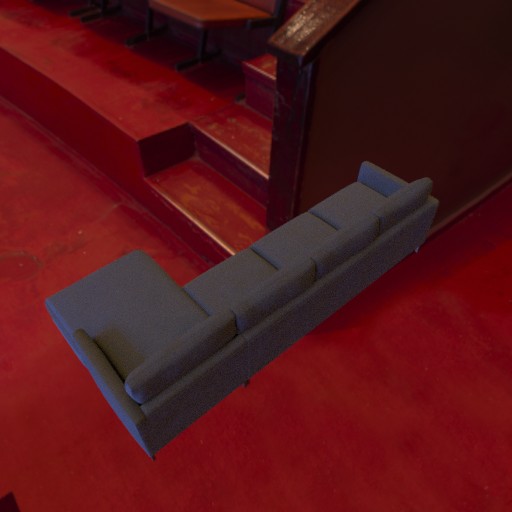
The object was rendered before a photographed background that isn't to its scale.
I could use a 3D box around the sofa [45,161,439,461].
[{"bbox_3d":[0.000,0.000,3.260,2.725,0.756,1.255,-32,54,-27],"label":"sofa"}]
